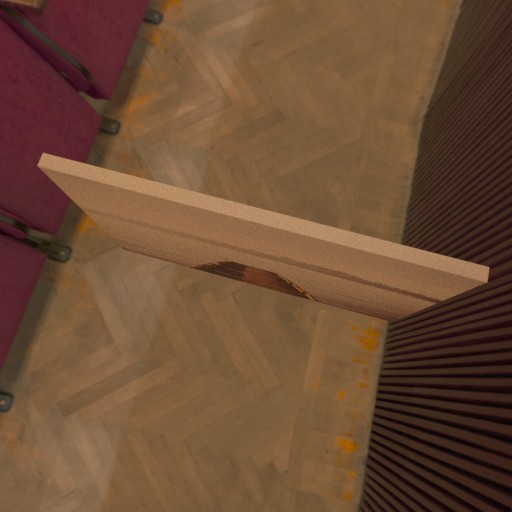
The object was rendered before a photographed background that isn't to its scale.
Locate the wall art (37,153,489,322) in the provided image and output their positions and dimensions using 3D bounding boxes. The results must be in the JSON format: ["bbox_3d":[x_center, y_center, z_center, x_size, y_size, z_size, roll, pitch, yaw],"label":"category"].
[{"bbox_3d":[0.000,0.000,0.784,0.615,0.410,0.021,15,75,4],"label":"wall art"}]
